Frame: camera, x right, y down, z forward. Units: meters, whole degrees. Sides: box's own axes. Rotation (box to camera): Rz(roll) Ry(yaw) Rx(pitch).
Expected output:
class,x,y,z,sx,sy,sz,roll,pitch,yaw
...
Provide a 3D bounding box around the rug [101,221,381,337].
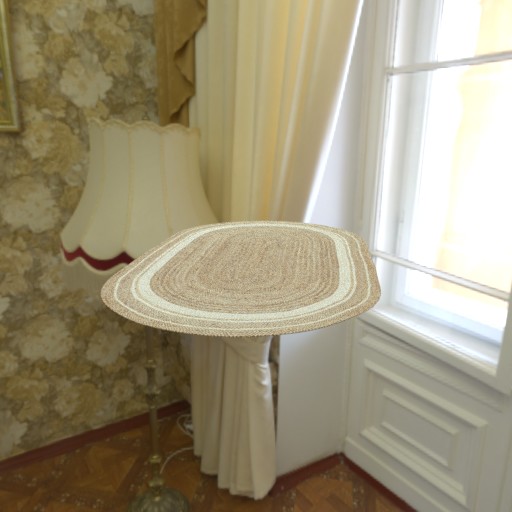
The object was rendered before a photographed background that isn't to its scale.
class,x,y,z,sx,sy,sz,roll,pitch,yaw
rug,0.000,0.000,2.949,1.520,0.006,2.432,2,16,9
